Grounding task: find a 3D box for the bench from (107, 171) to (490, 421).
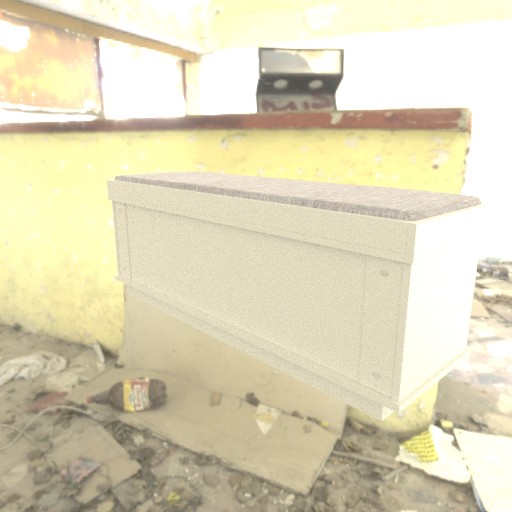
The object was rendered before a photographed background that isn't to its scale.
[{"bbox_3d":[0.000,0.000,1.370,0.363,0.453,1.196,-14,20,-42],"label":"bench"}]
